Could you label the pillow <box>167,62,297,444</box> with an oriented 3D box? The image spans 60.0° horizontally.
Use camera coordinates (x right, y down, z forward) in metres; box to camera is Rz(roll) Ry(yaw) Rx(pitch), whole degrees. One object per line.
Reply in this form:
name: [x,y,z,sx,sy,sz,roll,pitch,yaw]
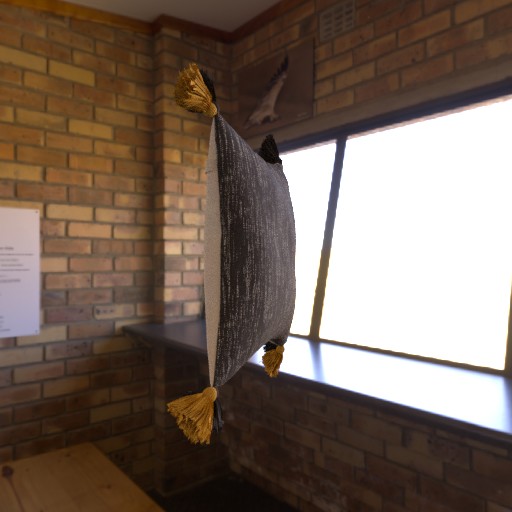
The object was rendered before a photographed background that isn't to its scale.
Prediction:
pillow: [0.000,0.000,0.976,0.139,0.659,0.654,0,0,18]
